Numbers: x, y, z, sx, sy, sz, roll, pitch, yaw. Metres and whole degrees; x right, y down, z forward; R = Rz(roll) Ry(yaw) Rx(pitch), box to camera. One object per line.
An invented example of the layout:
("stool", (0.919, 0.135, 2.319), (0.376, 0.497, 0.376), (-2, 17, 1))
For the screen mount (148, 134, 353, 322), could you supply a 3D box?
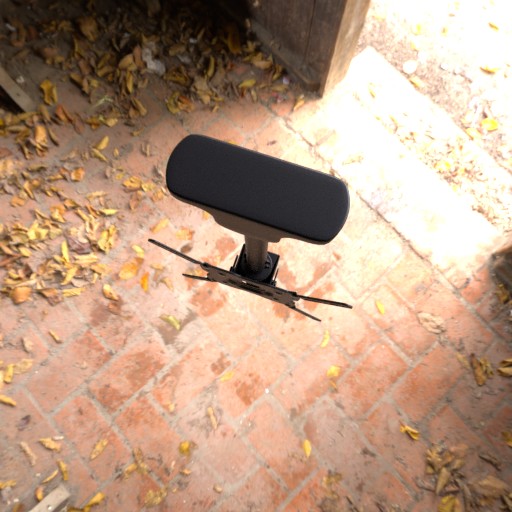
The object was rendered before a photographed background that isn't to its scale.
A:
("screen mount", (0.000, 0.000, 0.852), (0.393, 0.729, 0.090), (18, 79, 4))
